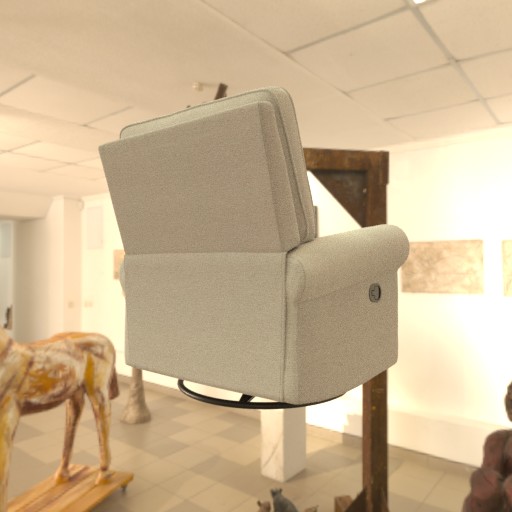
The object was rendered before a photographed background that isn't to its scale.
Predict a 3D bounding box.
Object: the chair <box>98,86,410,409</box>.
[{"bbox_3d":[0.000,0.000,1.657,0.890,0.960,0.878,0,-1,38],"label":"chair"}]
